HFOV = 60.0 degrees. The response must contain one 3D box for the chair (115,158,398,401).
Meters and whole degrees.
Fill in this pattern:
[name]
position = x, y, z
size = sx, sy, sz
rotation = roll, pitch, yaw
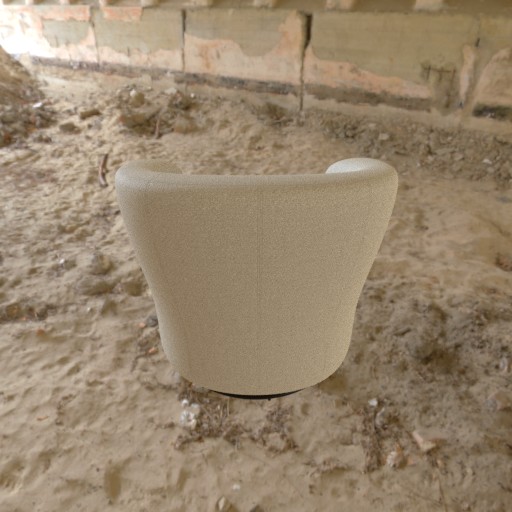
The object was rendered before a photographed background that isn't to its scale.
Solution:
[chair]
position = 0.000, 0.000, 1.436
size = 0.791, 0.771, 0.815
rotation = -1, 30, -1
